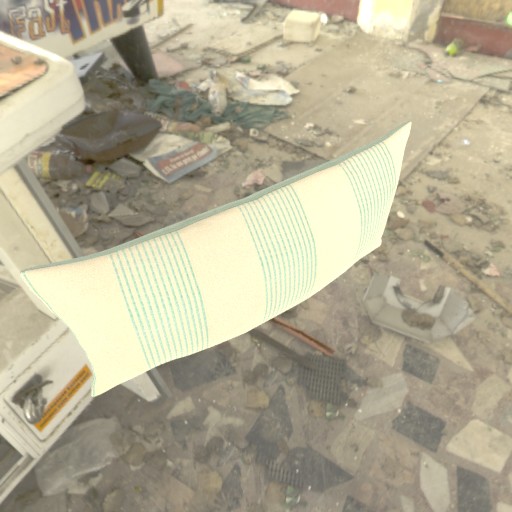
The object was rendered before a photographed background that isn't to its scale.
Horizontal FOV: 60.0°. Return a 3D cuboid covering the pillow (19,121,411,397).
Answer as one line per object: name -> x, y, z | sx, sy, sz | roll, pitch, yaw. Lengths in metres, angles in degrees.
pillow -> 0.000, 0.000, 0.698 | 0.610, 0.287, 0.151 | -25, 51, -22
